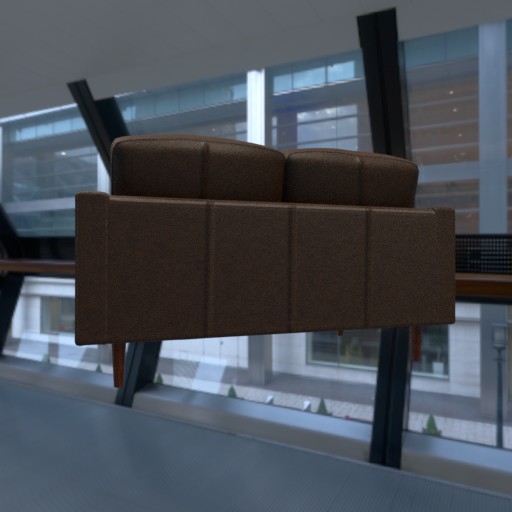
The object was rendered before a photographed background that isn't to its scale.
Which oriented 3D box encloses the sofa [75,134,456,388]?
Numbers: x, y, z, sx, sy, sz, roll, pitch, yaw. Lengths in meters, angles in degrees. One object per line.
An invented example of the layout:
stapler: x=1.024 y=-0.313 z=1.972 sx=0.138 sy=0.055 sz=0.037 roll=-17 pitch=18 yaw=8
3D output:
sofa: x=0.000 y=0.000 z=2.156 sx=1.578 sy=0.951 sz=0.909 roll=0 pitch=0 yaw=-18
